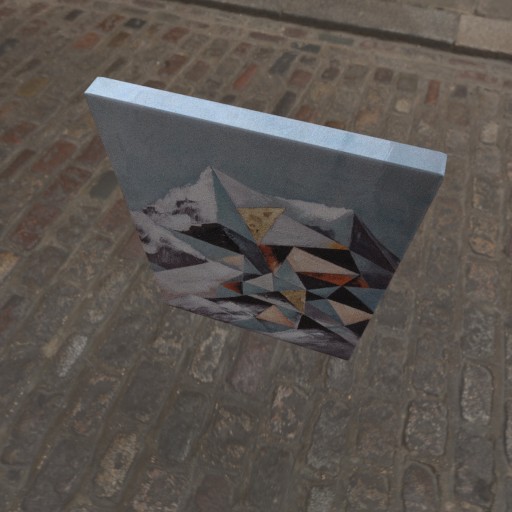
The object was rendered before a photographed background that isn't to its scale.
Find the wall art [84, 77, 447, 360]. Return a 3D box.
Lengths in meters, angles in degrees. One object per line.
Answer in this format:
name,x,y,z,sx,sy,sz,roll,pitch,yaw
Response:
wall art,0.000,0.000,0.796,0.455,0.613,0.037,16,59,10
